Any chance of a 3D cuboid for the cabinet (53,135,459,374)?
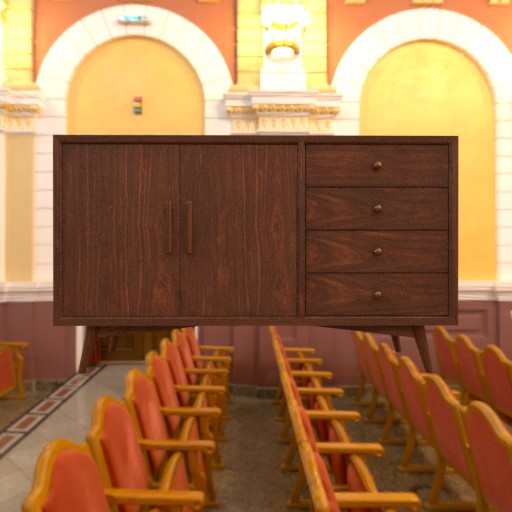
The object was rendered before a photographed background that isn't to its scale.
[{"bbox_3d":[0.000,0.000,1.952,1.575,0.940,0.505,0,0,0],"label":"cabinet"}]
